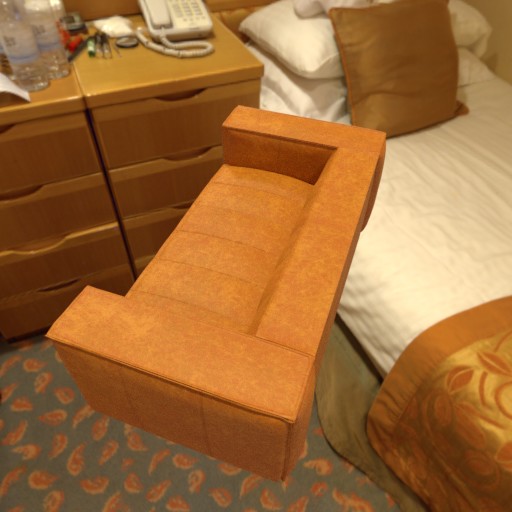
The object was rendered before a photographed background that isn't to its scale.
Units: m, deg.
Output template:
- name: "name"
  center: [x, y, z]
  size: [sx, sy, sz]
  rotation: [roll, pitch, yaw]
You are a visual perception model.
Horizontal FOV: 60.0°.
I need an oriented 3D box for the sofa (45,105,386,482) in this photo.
- name: "sofa"
  center: [0.000, 0.000, 2.537]
  size: [1.102, 0.703, 2.088]
  rotation: [15, 47, 14]
